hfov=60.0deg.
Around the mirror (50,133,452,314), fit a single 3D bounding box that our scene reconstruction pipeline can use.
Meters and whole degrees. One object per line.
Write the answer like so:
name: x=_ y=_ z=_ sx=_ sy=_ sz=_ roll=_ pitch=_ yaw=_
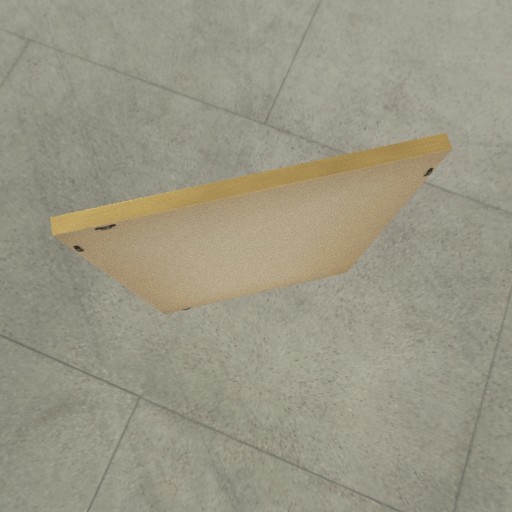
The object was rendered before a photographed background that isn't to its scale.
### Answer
mirror: x=0.000 y=0.000 z=1.315 sx=0.762 sy=1.016 sz=0.041 roll=-13 pitch=75 yaw=-3
